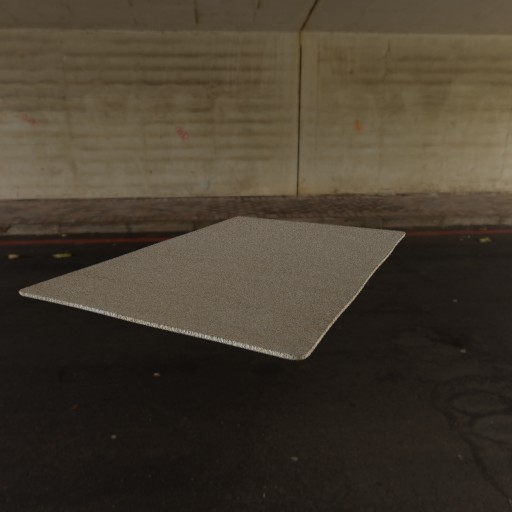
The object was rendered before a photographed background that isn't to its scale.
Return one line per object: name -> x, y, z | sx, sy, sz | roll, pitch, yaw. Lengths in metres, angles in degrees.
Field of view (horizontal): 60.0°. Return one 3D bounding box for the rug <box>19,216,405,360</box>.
rug -> 0.000, 0.000, 3.376 | 1.798, 0.025, 2.698 | 8, 17, 26
